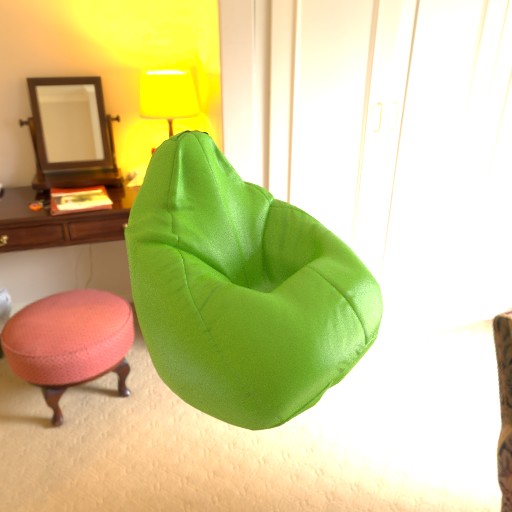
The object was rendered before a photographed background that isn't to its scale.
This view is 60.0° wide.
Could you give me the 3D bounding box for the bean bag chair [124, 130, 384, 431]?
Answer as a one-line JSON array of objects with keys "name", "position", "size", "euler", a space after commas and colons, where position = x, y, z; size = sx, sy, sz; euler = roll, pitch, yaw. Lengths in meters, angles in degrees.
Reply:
[{"name": "bean bag chair", "position": [0.000, 0.000, 1.915], "size": [1.070, 0.990, 1.070], "euler": [18, 31, 33]}]
